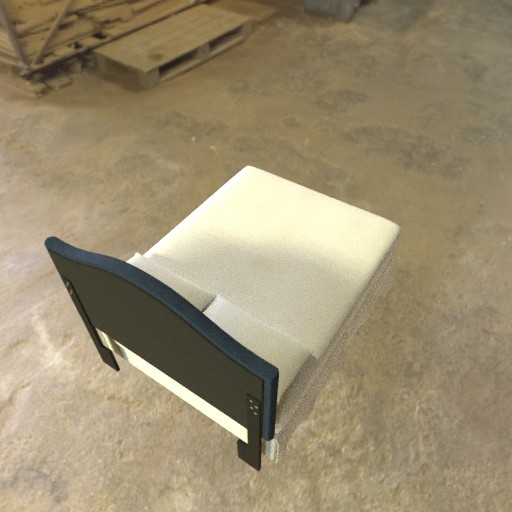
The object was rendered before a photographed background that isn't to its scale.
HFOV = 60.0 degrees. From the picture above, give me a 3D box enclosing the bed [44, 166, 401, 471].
[{"bbox_3d":[0.000,0.000,3.357,1.713,1.518,2.153,26,52,22],"label":"bed"}]
